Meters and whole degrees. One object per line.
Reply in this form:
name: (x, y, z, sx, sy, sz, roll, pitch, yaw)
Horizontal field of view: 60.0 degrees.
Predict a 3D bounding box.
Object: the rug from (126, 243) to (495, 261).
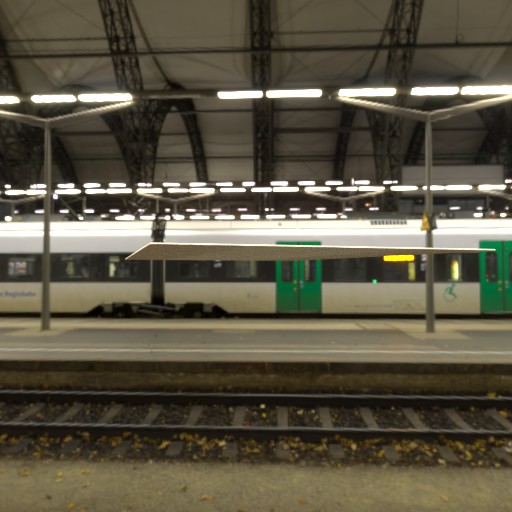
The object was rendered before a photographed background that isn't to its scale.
rug: (0.000, 0.000, 2.294, 1.234, 0.006, 1.850, 1, -2, -18)
